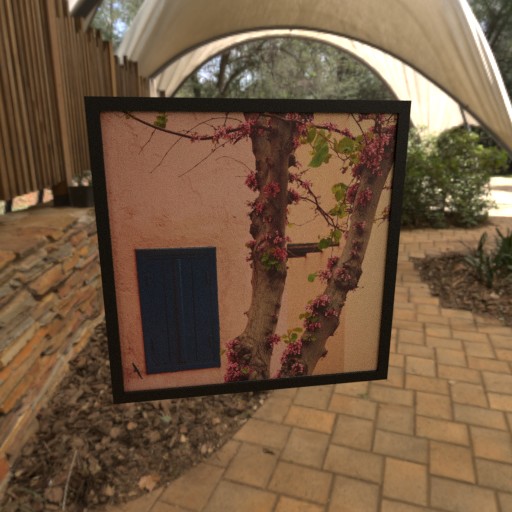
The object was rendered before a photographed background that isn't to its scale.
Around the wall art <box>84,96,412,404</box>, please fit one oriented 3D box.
[{"bbox_3d":[0.000,0.000,1.138,0.762,0.762,0.038,-2,15,-9],"label":"wall art"}]
